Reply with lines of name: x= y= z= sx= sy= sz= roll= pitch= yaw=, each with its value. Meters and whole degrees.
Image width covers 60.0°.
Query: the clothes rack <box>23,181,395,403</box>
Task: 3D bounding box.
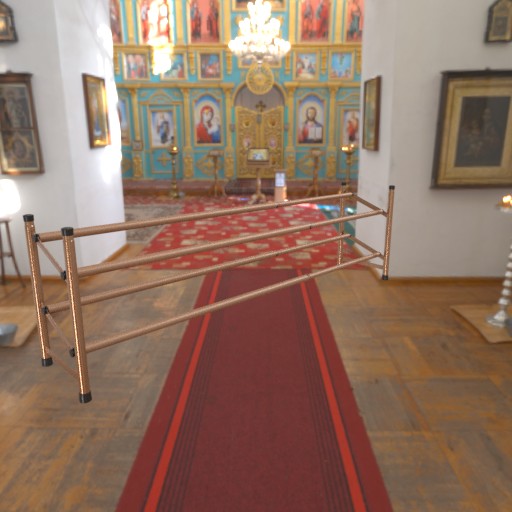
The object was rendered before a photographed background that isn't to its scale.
clothes rack: x=0.000 y=0.000 z=1.295 sx=1.168 sy=0.349 sz=0.229 roll=-14 pitch=20 yaw=-43
